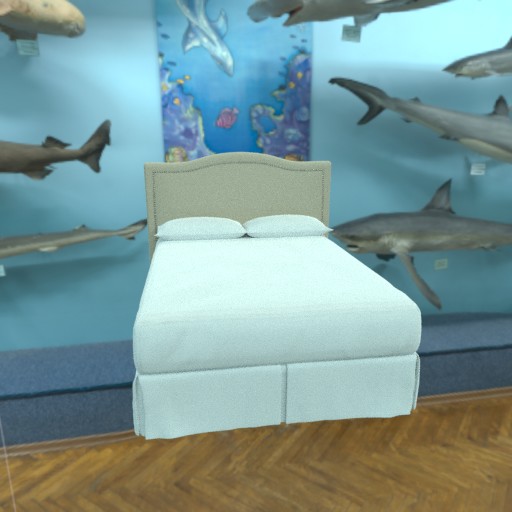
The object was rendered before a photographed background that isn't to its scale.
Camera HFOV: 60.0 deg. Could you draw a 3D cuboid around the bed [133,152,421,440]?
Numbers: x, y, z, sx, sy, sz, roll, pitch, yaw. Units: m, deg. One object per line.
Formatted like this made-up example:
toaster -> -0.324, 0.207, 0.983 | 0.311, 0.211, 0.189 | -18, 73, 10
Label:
bed -> 0.000, 0.000, 3.338 | 1.753, 1.460, 2.143 | -2, 15, -8
